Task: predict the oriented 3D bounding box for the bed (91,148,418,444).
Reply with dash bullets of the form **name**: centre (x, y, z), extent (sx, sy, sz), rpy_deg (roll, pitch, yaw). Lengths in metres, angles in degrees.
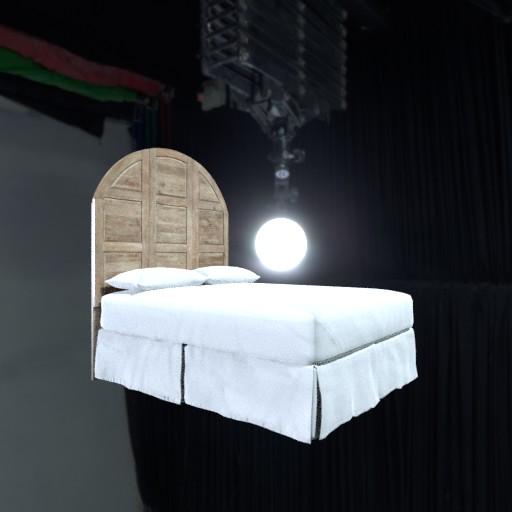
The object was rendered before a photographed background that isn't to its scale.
- **bed**: centre (0.000, 0.000, 3.578), extent (2.112, 2.002, 1.713), rpy_deg (0, 0, 37)
